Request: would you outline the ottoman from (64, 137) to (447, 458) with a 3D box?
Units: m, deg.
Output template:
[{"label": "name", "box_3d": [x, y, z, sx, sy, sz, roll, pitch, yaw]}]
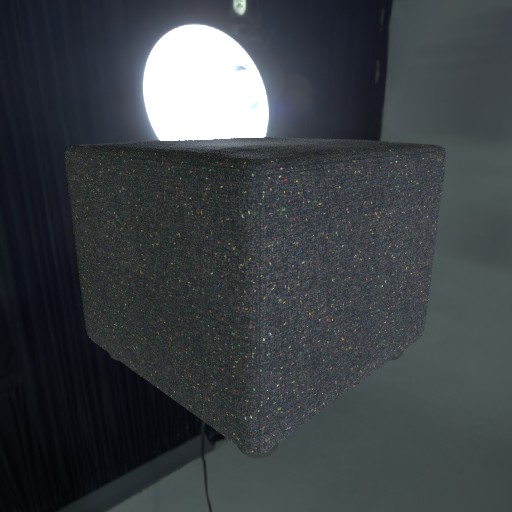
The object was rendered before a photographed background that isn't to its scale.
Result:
[{"label": "ottoman", "box_3d": [0.000, 0.000, 0.852, 0.508, 0.432, 0.508, 16, 23, 42]}]
